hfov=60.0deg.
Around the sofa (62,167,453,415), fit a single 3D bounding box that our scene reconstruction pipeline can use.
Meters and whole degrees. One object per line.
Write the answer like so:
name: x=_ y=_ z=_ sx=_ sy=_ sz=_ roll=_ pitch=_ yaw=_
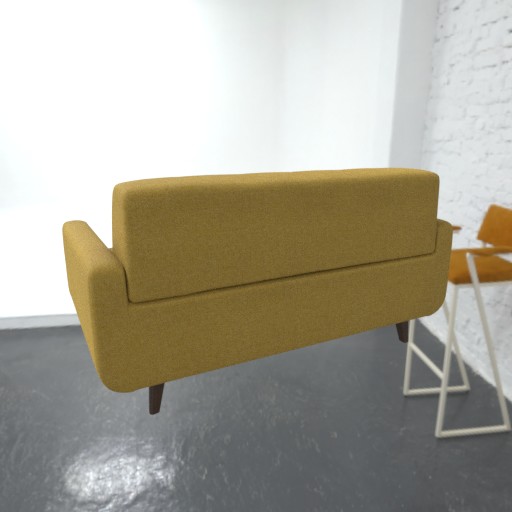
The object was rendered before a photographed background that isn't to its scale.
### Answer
sofa: x=0.000 y=0.000 z=2.128 sx=1.631 sy=0.841 sz=0.909 roll=-8 pitch=17 yaw=-27
